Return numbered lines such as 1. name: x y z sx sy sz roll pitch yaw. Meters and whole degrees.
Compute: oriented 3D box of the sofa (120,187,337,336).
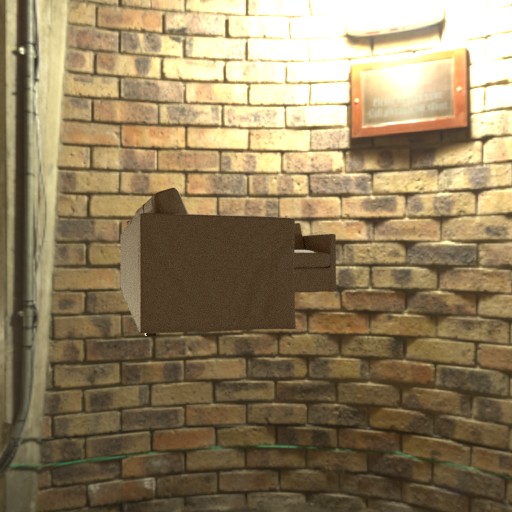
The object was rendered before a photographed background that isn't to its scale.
1. sofa: 0.000 0.000 4.297 2.432 0.871 3.182 0 1 -19
